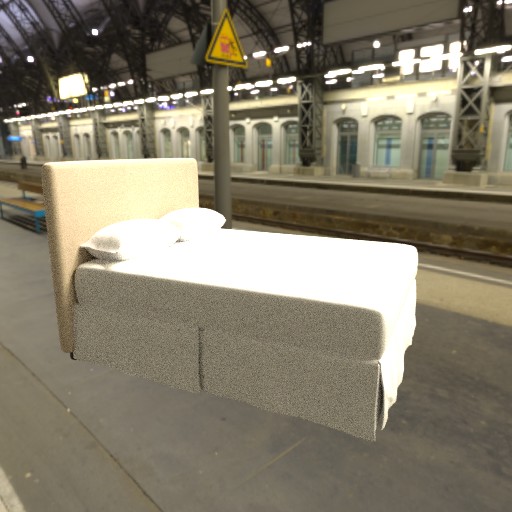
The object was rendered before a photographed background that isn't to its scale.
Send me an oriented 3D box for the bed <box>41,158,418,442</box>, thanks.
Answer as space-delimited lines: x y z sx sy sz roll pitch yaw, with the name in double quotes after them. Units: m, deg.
0.000 0.000 3.154 2.142 1.330 1.723 6 15 24 "bed"
